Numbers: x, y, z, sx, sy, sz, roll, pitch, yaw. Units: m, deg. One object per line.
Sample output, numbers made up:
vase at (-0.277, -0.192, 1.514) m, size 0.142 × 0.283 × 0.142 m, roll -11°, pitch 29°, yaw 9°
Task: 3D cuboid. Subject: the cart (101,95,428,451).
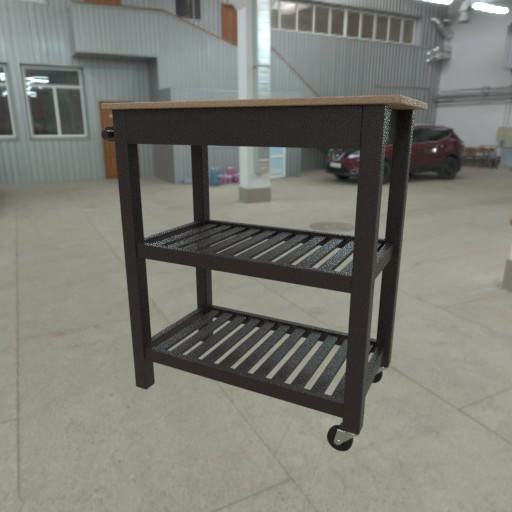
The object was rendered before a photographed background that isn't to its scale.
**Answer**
cart at (0.000, 0.000, 1.427) m, size 0.899 × 0.927 × 0.457 m, roll 8°, pitch 18°, yaw 26°
